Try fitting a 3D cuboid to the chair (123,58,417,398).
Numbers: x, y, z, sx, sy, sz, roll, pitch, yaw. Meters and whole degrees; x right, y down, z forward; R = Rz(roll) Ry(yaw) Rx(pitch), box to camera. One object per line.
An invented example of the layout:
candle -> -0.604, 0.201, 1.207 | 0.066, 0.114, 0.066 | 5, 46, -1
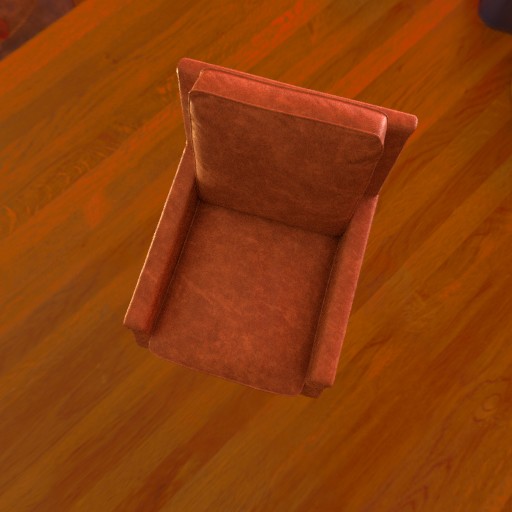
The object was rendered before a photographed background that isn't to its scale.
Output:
chair -> 0.000, 0.000, 1.840 | 0.854, 1.054, 1.035 | 16, 76, 4
